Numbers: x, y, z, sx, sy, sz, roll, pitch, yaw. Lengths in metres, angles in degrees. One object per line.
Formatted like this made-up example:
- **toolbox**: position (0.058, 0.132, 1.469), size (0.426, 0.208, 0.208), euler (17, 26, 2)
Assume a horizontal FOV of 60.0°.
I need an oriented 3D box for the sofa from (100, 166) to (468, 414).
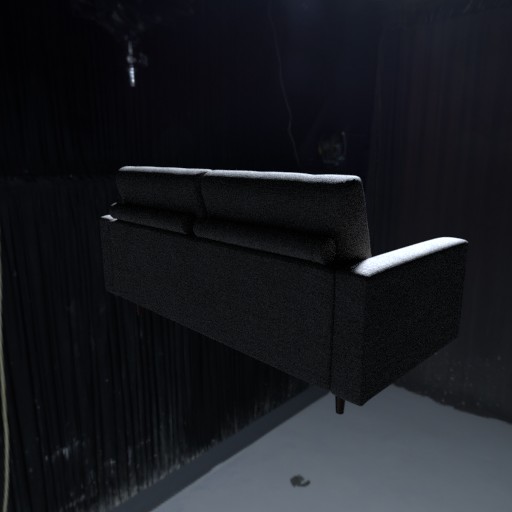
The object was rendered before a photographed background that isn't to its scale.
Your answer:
- **sofa**: position (0.000, 0.000, 2.314), size (0.863, 0.902, 1.821), euler (-13, 18, -43)
